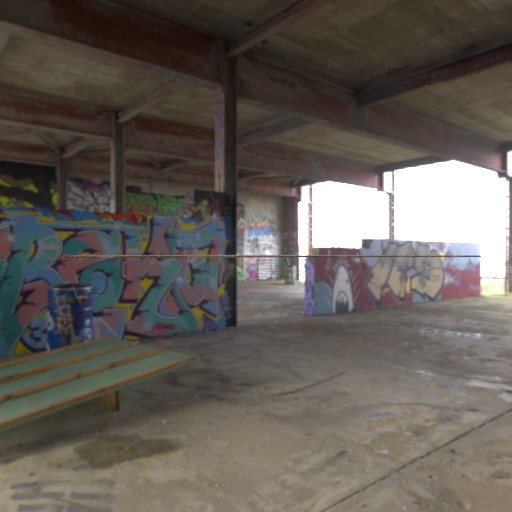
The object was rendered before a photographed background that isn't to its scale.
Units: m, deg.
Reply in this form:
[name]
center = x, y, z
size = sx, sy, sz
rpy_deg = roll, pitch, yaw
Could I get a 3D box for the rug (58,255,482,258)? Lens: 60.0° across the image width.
[rug]
center = 0.000, 0.000, 2.361
size = 1.828, 0.006, 1.216
rpy_deg = 0, 0, -19
